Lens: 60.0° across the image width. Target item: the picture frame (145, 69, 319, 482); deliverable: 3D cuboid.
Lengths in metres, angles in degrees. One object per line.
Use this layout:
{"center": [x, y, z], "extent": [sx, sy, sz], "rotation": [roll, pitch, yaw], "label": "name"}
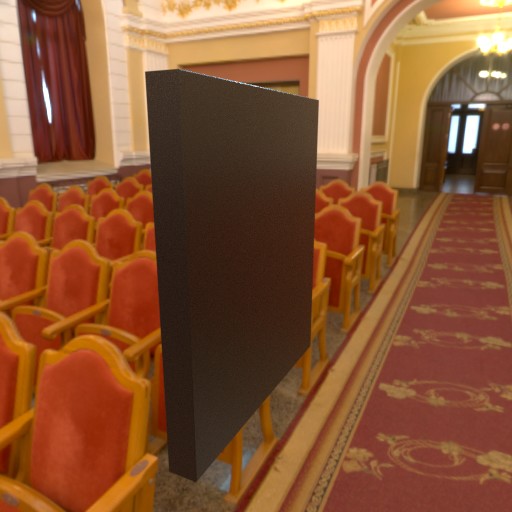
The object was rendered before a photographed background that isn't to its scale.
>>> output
{"center": [0.000, 0.000, 0.536], "extent": [0.034, 0.378, 0.328], "rotation": [7, 17, 26], "label": "picture frame"}
